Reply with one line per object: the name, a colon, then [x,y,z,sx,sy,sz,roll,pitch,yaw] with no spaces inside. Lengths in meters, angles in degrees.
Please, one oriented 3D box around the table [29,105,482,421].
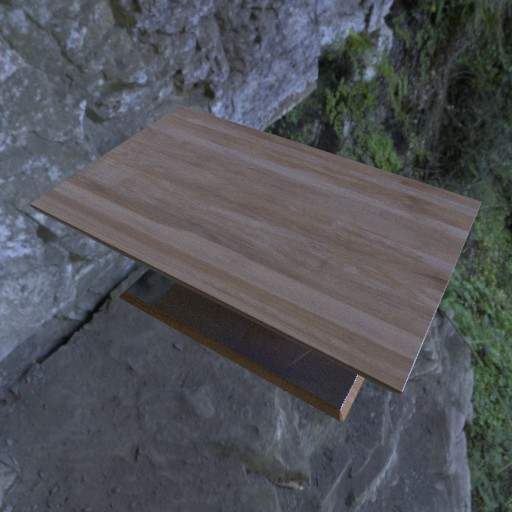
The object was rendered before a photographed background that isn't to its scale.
table: [0.000,0.000,1.430,1.100,0.441,0.692,24,51,21]
